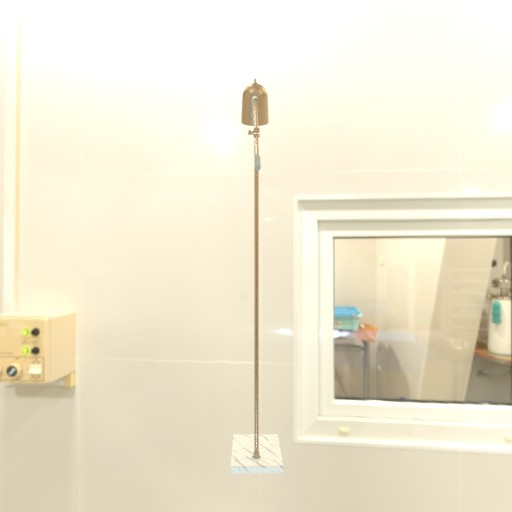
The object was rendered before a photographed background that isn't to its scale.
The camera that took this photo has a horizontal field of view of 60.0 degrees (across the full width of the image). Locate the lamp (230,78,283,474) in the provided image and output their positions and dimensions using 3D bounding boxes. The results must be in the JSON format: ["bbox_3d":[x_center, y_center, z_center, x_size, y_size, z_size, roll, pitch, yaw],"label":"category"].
[{"bbox_3d":[0.000,0.000,1.811,0.194,1.594,0.653,0,0,-1],"label":"lamp"}]
